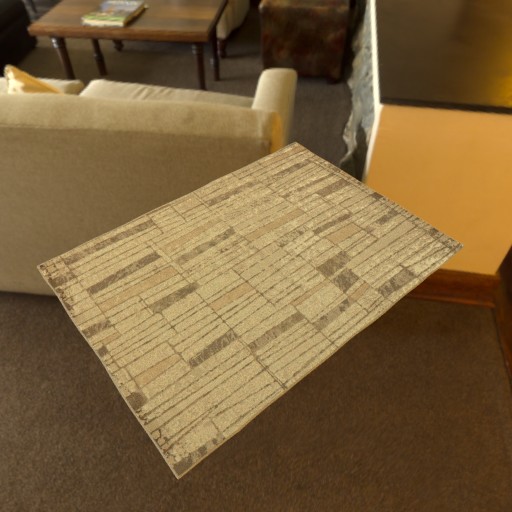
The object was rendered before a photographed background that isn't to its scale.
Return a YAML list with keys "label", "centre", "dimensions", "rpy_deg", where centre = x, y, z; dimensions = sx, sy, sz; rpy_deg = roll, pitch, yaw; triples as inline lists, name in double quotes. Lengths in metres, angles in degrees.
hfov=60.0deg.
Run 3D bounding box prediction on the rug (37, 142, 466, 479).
- label: "rug"
  centre: [0.000, 0.000, 4.269]
  dimensions: [3.357, 0.019, 2.449]
  rpy_deg: [-31, 54, -26]
